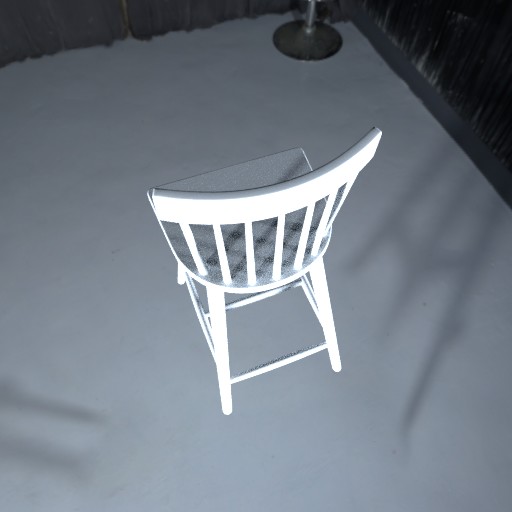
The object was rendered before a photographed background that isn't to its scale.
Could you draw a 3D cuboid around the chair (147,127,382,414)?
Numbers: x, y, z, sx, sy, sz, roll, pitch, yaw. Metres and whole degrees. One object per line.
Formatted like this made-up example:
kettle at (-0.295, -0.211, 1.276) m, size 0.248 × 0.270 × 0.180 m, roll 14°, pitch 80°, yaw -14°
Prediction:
chair at (0.000, 0.000, 1.293) m, size 0.483 × 0.952 × 0.572 m, roll -18°, pitch 60°, yaw -11°
